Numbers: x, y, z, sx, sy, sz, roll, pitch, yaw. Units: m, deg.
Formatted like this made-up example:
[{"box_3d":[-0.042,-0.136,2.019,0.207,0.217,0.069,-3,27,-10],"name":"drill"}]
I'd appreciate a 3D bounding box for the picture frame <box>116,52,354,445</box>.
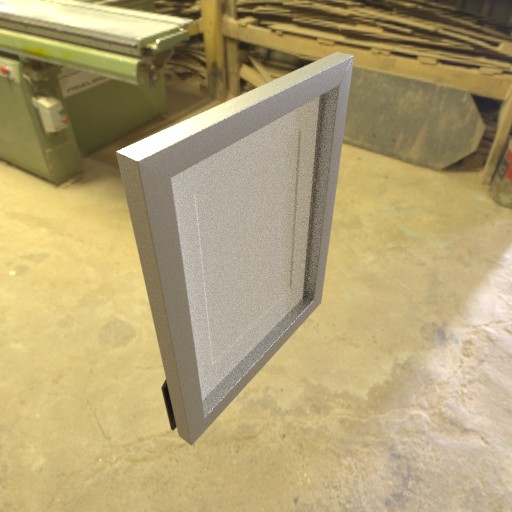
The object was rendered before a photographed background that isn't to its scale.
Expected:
[{"box_3d":[0.000,0.000,0.523,0.036,0.386,0.307,26,46,28],"name":"picture frame"}]
